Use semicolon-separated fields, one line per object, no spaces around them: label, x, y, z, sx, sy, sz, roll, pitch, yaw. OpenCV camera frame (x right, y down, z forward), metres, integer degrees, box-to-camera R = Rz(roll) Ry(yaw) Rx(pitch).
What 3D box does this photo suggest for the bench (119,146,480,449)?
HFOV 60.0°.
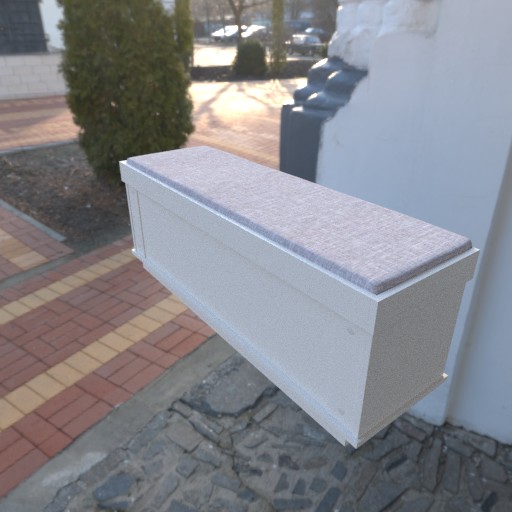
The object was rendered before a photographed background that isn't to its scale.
bench;0.000;0.000;1.408;0.363;0.453;1.196;-19;33;-33
